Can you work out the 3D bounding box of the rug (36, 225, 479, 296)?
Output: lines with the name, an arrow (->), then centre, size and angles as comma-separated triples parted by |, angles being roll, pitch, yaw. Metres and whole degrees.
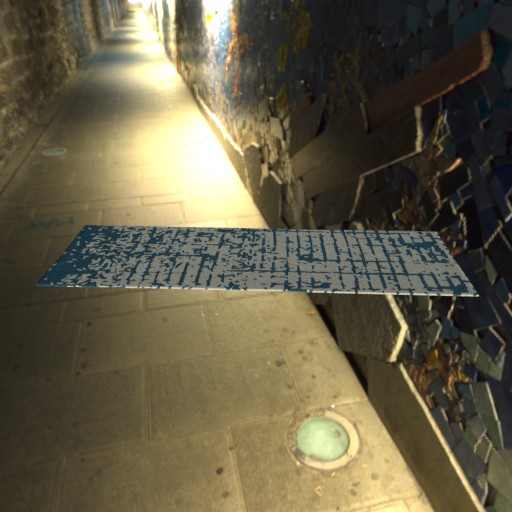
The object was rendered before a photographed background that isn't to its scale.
rug -> 0.000, 0.000, 2.751 | 2.435, 0.011, 0.750 | 1, 30, 2
